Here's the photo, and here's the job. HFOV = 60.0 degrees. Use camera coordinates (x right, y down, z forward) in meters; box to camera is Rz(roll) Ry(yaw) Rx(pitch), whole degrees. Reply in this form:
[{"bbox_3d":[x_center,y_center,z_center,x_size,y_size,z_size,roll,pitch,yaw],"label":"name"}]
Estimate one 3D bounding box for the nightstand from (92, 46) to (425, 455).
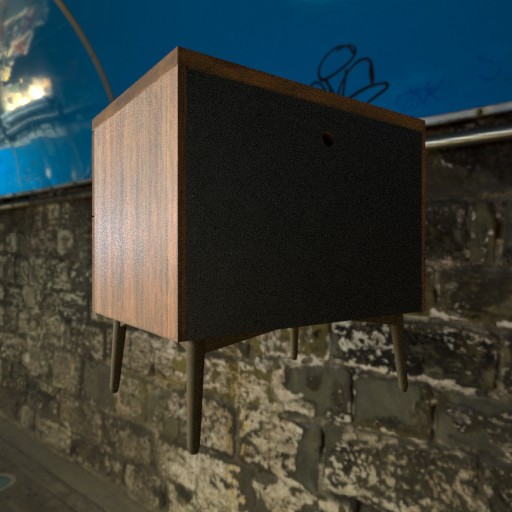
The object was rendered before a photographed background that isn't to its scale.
[{"bbox_3d":[0.000,0.000,1.005,0.610,0.610,0.458,0,0,-36],"label":"nightstand"}]
